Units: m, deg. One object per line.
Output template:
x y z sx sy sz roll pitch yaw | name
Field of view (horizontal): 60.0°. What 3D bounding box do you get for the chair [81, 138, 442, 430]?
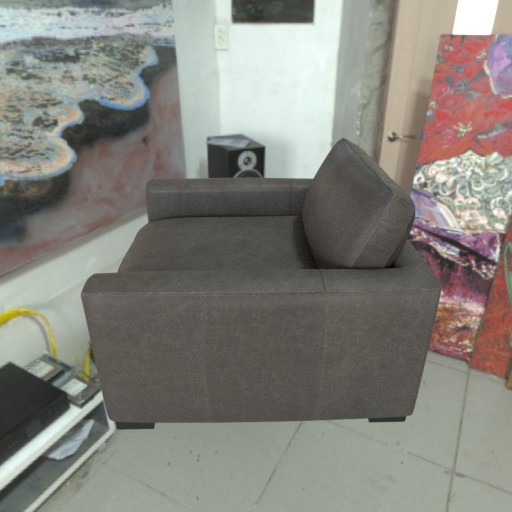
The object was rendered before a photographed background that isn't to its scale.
0.000 0.000 1.815 1.080 0.807 1.106 -1 28 -1 | chair
